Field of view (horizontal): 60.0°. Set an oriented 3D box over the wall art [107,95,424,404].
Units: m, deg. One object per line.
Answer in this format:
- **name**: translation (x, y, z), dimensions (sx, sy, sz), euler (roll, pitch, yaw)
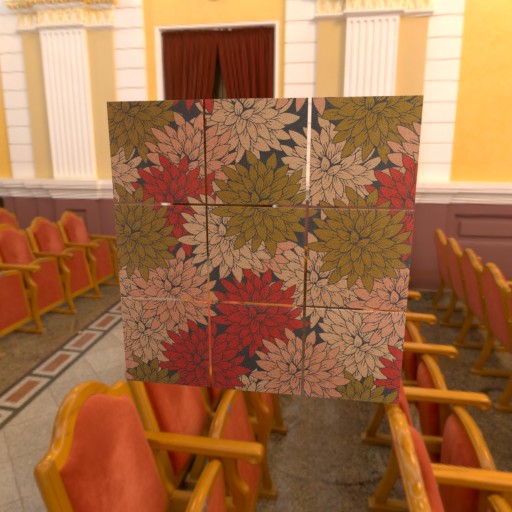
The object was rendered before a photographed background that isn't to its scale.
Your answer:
- **wall art**: translation (0.000, 0.000, 2.279), dimensions (1.519, 1.534, 0.013), euler (2, 13, 9)
